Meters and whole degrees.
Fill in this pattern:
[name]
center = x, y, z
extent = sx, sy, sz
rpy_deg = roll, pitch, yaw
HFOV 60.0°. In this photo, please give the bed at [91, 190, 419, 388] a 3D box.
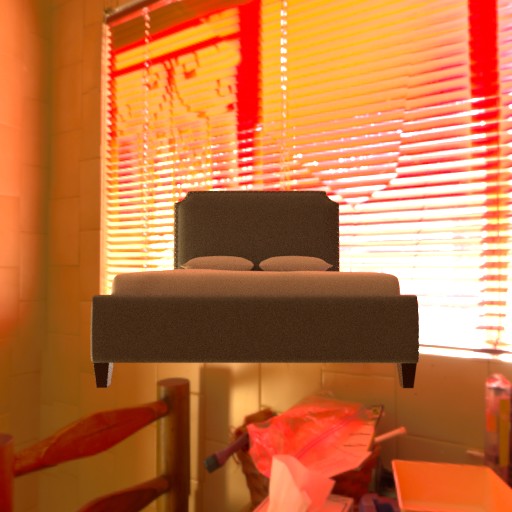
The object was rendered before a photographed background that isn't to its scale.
[bed]
center = 0.000, 0.000, 3.446
extent = 1.712, 1.443, 2.372
rpy_deg = 0, -2, 0
